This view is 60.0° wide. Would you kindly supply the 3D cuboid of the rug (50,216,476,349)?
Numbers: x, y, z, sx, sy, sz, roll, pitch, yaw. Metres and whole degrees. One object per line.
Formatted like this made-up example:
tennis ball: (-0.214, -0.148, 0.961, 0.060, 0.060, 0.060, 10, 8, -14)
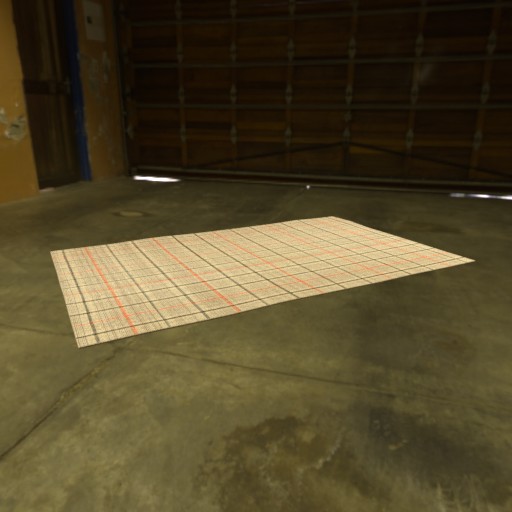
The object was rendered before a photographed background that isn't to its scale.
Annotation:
rug: (0.000, 0.000, 2.989, 2.439, 0.015, 1.524, -9, 20, -26)
